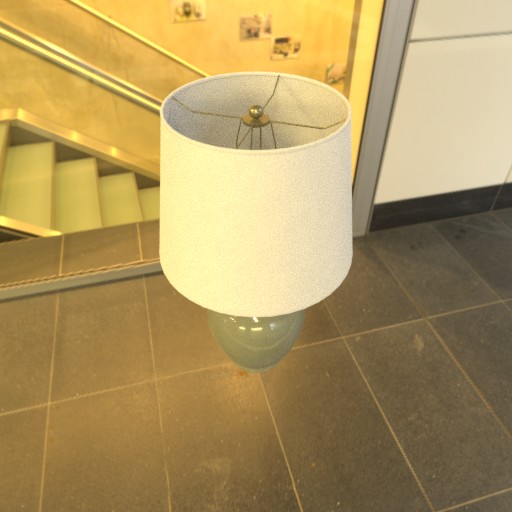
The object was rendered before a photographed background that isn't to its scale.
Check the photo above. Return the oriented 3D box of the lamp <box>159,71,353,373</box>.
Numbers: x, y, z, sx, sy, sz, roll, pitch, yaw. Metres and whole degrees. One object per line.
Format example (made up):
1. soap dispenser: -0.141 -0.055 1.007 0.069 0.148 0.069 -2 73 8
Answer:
1. lamp: 0.000 0.000 0.571 0.239 0.399 0.239 0 42 0
